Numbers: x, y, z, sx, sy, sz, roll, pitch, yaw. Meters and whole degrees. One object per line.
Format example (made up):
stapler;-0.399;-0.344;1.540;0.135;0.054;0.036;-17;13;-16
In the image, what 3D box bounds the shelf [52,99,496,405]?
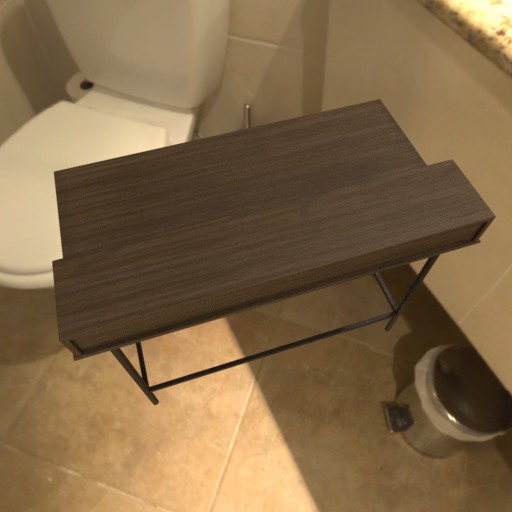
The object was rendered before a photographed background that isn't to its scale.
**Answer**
shelf;0.000;0.000;1.681;1.212;0.865;0.685;-15;59;-9
